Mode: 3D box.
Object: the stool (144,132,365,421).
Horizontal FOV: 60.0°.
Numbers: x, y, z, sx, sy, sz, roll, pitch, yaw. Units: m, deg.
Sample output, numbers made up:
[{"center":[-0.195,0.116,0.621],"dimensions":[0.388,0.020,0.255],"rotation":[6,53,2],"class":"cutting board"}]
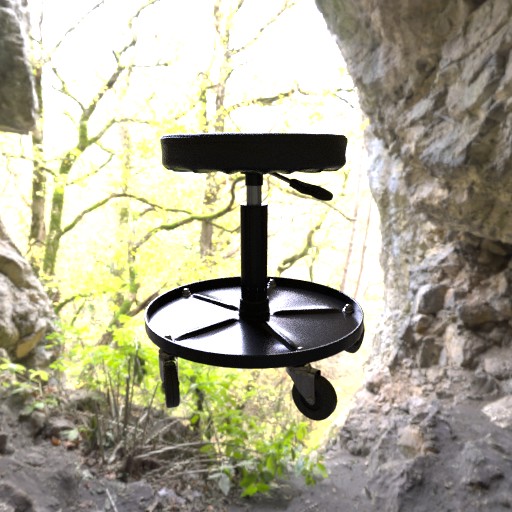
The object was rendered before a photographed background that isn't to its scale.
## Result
[{"center":[0.000,0.000,0.691],"dimensions":[0.382,0.365,0.381],"rotation":[13,19,42],"class":"stool"}]
